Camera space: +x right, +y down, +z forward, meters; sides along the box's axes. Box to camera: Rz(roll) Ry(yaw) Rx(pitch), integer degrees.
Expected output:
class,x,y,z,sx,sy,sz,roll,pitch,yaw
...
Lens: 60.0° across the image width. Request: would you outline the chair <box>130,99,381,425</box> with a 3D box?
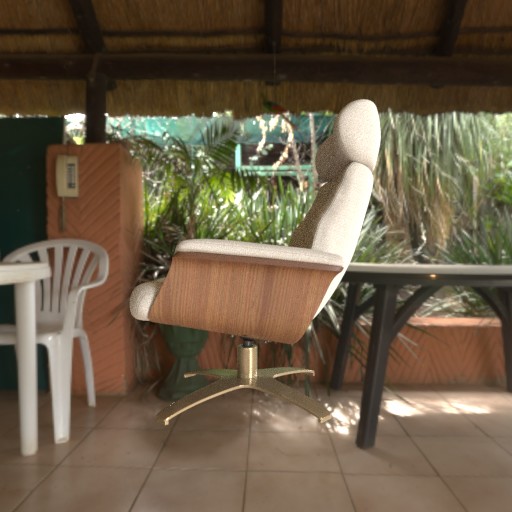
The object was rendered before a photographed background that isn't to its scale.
class,x,y,z,sx,sy,sz,roll,pitch,yaw
chair,0.000,0.000,1.585,0.837,0.995,0.785,0,1,0
